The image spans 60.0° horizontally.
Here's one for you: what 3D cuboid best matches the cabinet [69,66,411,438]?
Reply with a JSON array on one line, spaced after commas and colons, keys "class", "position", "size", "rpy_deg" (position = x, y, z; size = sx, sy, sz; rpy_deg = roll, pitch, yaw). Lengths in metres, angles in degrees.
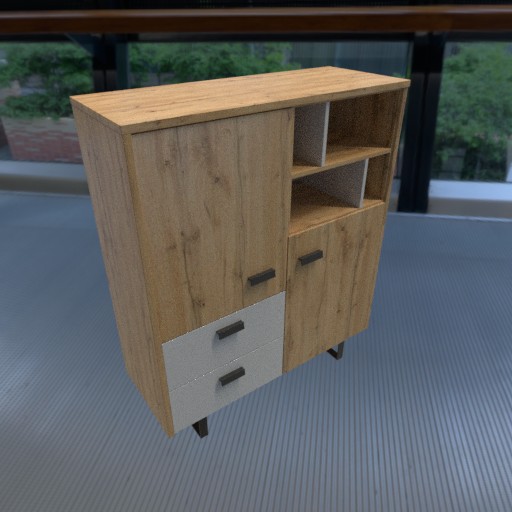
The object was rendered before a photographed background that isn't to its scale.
[{"class": "cabinet", "position": [0.000, 0.000, 1.939], "size": [1.168, 1.397, 0.473], "rpy_deg": [-20, 36, -30]}]
